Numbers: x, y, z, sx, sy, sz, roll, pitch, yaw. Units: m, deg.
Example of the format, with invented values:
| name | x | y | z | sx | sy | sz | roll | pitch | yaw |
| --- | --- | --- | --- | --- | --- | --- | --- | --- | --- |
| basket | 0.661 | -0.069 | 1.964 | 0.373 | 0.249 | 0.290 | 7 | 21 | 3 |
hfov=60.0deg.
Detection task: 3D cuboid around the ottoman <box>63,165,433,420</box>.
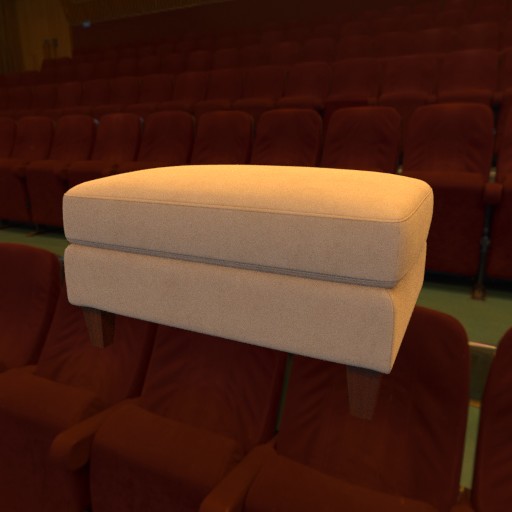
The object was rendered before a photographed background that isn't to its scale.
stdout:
| name | x | y | z | sx | sy | sz | roll | pitch | yaw |
| --- | --- | --- | --- | --- | --- | --- | --- | --- | --- |
| ottoman | 0.000 | 0.000 | 1.228 | 0.864 | 0.483 | 0.584 | 7 | 17 | 25 |
